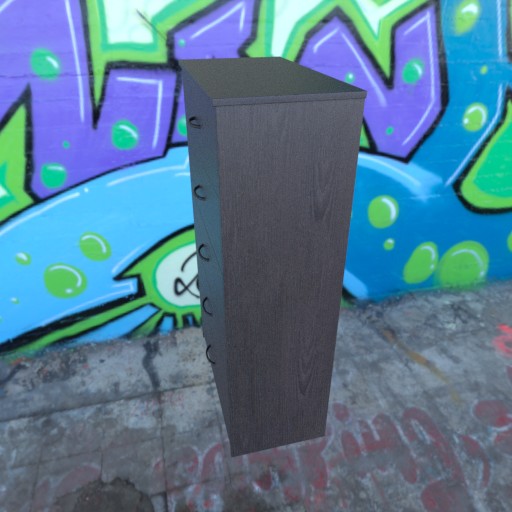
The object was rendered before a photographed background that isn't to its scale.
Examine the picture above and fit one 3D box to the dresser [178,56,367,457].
[{"bbox_3d":[0.000,0.000,1.621,0.418,1.254,0.704,-7,31,-12],"label":"dresser"}]
